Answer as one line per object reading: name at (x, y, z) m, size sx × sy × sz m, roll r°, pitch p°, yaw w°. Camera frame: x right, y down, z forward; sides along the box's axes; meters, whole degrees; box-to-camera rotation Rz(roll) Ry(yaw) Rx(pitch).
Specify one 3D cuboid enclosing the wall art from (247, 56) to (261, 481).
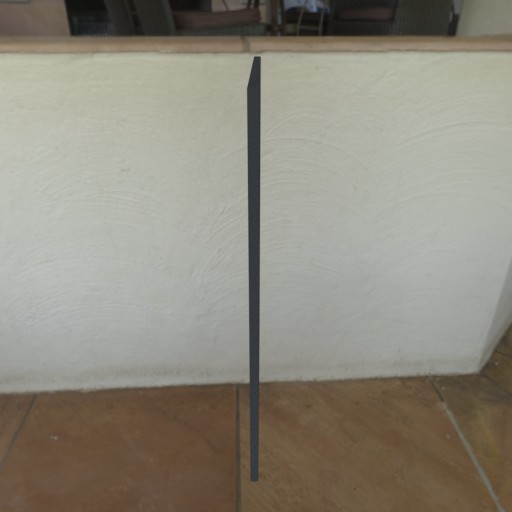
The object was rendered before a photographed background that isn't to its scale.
wall art at (0.000, 0.000, 0.672) m, size 0.012 × 0.529 × 0.374 m, roll 0°, pitch 28°, yaw 0°
